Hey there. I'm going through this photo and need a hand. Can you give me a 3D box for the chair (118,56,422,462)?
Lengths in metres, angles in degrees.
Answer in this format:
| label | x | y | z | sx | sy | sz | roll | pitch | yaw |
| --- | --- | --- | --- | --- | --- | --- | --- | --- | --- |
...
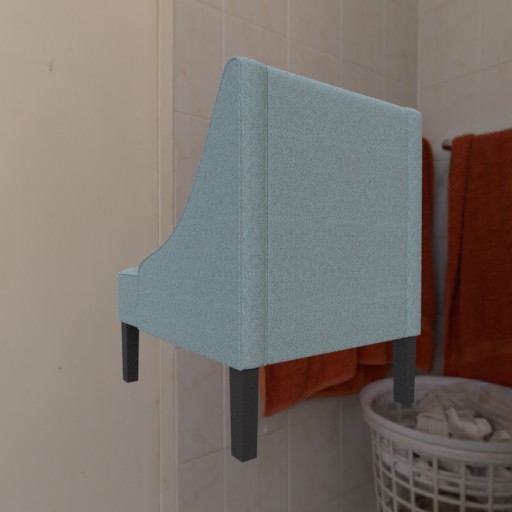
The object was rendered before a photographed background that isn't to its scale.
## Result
| label | x | y | z | sx | sy | sz | roll | pitch | yaw |
| --- | --- | --- | --- | --- | --- | --- | --- | --- | --- |
| chair | 0.000 | 0.000 | 1.861 | 0.857 | 1.133 | 1.025 | -1 | 1 | -36 |
